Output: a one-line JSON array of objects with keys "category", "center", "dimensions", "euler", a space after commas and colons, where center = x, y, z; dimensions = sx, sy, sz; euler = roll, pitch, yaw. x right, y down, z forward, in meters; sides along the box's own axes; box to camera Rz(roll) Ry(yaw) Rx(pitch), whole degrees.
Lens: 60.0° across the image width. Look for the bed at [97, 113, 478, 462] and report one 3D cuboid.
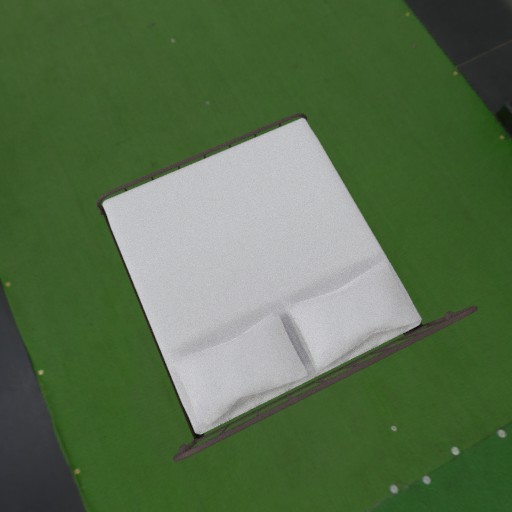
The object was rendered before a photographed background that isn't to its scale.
[{"category": "bed", "center": [0.000, 0.000, 3.410], "dimensions": [2.044, 1.446, 2.134], "euler": [-24, 75, -7]}]
